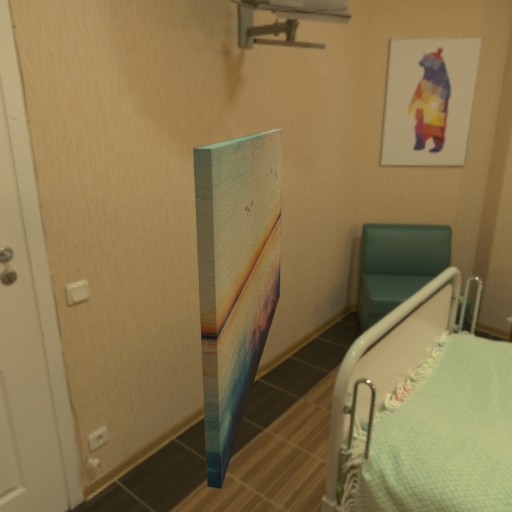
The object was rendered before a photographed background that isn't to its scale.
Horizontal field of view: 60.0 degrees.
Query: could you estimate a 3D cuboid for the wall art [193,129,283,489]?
[{"bbox_3d":[0.000,0.000,0.760,0.018,0.402,0.604,3,18,9],"label":"wall art"}]
